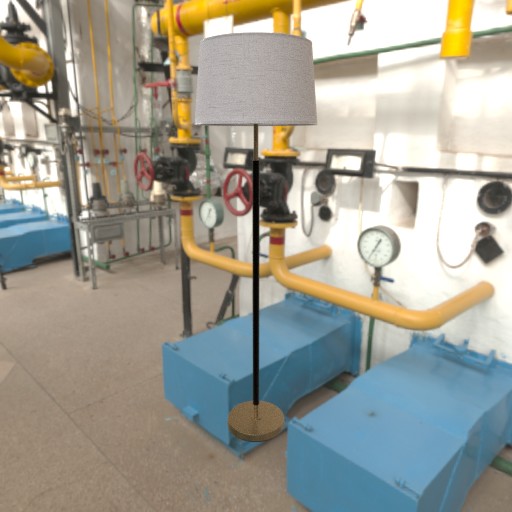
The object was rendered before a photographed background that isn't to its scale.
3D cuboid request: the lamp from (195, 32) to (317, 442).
[{"bbox_3d":[0.000,0.000,1.654,0.420,1.447,0.420,0,16,0],"label":"lamp"}]
